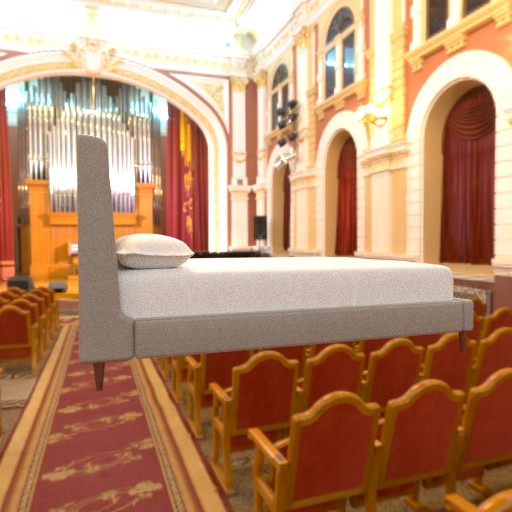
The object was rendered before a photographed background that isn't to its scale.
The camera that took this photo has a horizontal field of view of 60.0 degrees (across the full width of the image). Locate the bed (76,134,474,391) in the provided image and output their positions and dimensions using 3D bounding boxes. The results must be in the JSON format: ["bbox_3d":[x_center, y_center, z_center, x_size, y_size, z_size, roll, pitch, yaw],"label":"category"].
[{"bbox_3d":[0.000,0.000,3.082,2.232,1.147,1.656,-1,2,-19],"label":"bed"}]
